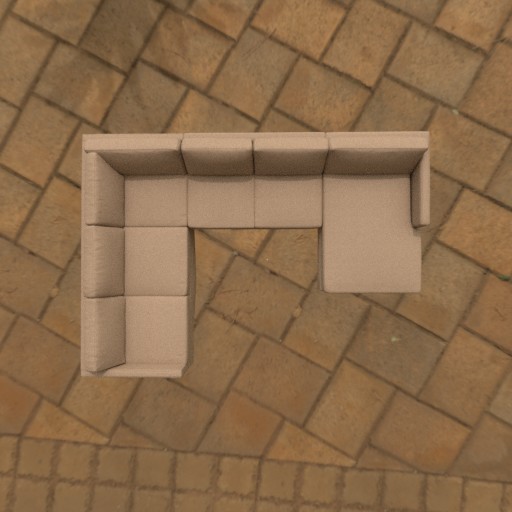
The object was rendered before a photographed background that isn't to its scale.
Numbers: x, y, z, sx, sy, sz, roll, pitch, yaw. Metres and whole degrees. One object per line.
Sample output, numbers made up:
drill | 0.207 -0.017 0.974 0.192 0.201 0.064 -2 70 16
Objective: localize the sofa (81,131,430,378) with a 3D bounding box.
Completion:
sofa | 0.000 0.000 4.594 3.460 0.882 2.427 0 90 1
